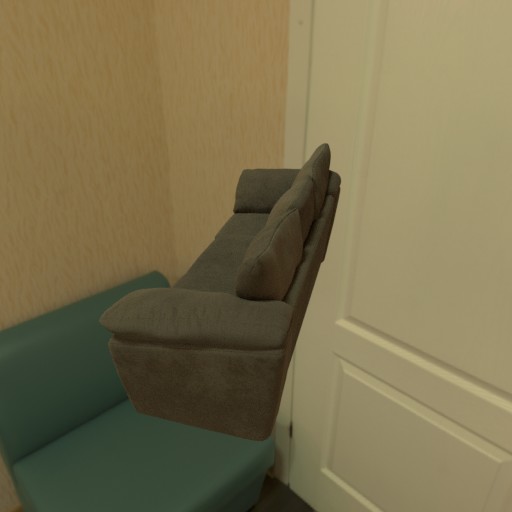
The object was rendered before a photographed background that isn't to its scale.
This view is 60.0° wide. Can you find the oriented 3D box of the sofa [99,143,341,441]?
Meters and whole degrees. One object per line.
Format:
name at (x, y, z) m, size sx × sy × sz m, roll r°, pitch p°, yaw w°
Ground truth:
sofa at (0.000, 0.000, 2.987) m, size 0.878 × 1.073 × 2.336 m, roll 7°, pitch 29°, yaw 14°
